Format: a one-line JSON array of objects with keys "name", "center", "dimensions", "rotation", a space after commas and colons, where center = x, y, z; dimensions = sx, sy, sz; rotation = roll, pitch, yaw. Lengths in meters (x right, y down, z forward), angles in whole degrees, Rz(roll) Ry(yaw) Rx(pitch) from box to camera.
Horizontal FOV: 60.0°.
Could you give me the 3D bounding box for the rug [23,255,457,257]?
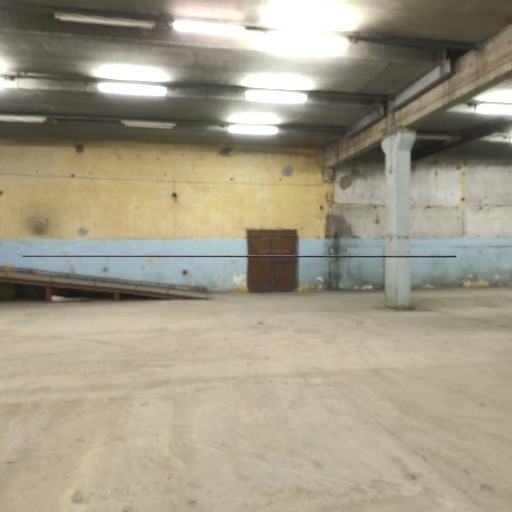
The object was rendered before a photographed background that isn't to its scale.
[{"name": "rug", "center": [0.000, 0.000, 2.890], "dimensions": [2.232, 0.009, 1.630], "rotation": [0, 0, 18]}]
